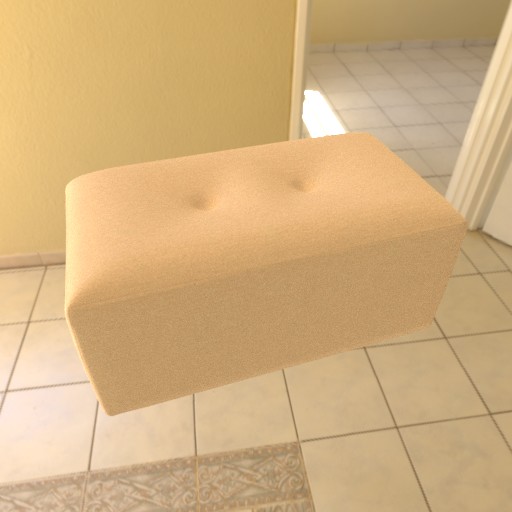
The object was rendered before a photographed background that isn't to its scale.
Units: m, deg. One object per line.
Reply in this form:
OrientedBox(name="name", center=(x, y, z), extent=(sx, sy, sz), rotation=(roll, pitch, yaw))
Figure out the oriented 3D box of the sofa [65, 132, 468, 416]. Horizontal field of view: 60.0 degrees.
OrientedBox(name="sofa", center=(0.000, 0.000, 1.214), extent=(0.930, 0.470, 0.480), rotation=(-12, 43, -13))
